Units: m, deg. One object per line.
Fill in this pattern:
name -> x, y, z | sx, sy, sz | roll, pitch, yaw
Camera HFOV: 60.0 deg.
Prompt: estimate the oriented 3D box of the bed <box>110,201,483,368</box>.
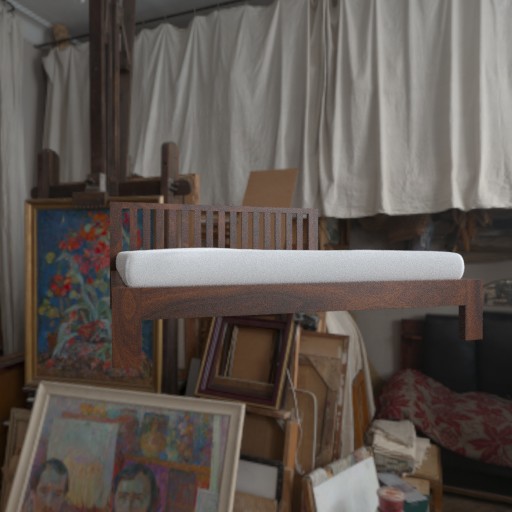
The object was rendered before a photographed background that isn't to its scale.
bed -> 0.000, 0.000, 3.054 | 1.905, 0.890, 2.030 | 0, 0, -18
